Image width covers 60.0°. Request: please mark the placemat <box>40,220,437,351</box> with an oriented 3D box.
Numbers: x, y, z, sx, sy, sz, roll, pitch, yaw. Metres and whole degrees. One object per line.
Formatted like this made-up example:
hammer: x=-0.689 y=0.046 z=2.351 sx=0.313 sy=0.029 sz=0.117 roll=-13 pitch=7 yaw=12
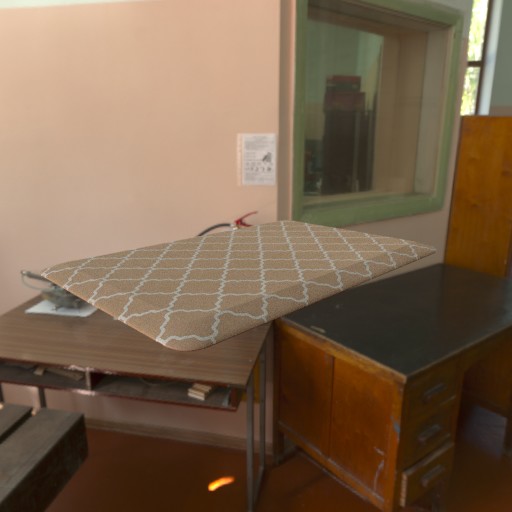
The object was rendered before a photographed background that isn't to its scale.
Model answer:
placemat: x=0.000 y=0.000 z=0.980 sx=0.762 sy=0.021 sz=0.508 roll=-15 pitch=21 yaw=-43
